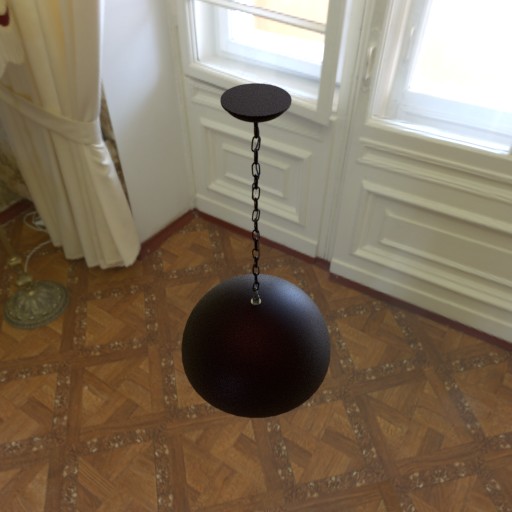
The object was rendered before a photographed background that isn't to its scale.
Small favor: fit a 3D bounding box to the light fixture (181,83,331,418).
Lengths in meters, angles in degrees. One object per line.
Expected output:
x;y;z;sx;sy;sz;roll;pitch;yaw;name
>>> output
0.000;0.000;1.171;0.492;0.869;0.492;-10;46;-10;light fixture
